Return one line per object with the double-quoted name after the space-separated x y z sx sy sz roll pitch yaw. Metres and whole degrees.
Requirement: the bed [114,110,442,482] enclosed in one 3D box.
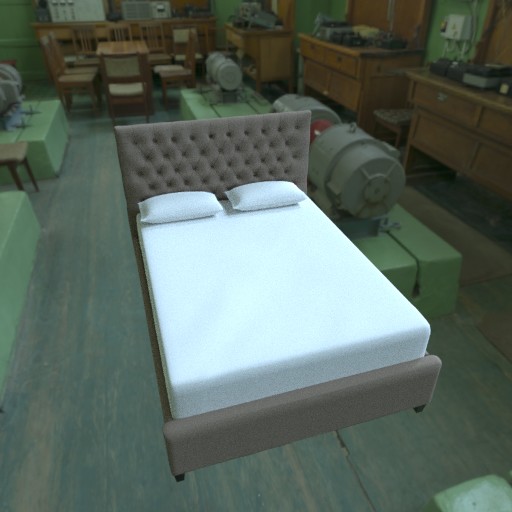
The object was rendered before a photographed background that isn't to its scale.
0.000 0.000 3.213 1.696 1.426 2.233 -10 34 -15 "bed"
